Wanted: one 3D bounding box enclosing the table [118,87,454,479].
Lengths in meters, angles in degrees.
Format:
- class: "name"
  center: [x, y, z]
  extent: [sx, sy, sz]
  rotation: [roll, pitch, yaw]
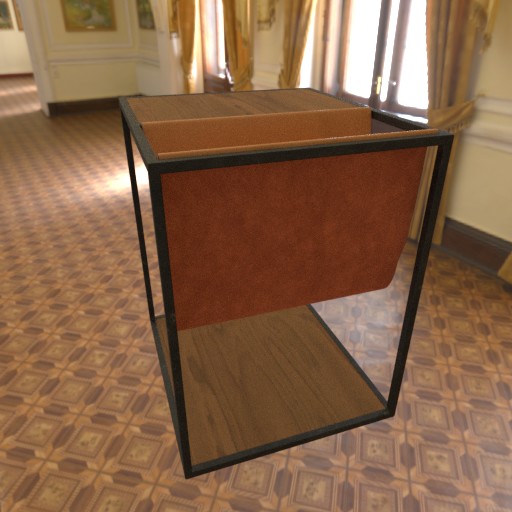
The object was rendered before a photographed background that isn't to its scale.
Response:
- class: "table"
  center: [0.000, 0.000, 0.840]
  extent: [0.399, 0.536, 0.450]
  rotation: [-9, 30, -17]
